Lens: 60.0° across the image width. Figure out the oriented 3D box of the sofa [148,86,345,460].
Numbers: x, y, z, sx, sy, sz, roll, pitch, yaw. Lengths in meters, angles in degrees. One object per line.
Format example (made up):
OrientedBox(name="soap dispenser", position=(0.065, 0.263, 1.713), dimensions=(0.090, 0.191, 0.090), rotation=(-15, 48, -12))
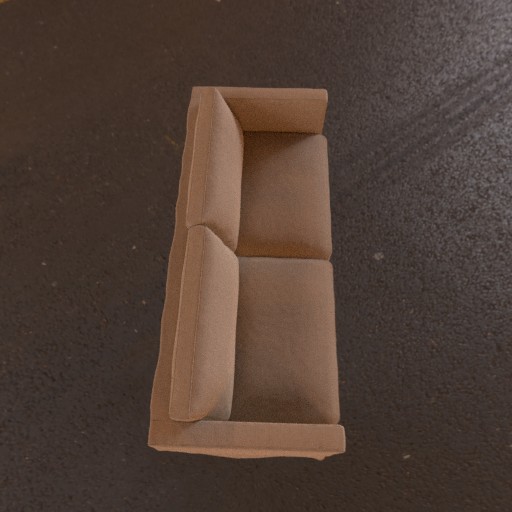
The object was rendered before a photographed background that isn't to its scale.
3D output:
OrientedBox(name="sofa", position=(0.000, 0.000, 2.775), dimensions=(0.956, 0.847, 2.296), rotation=(2, 64, 1))
